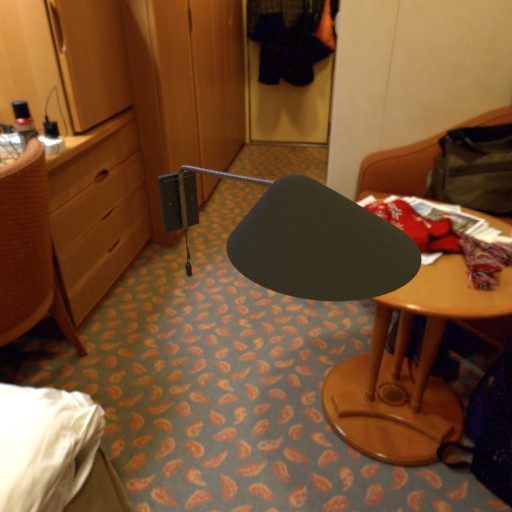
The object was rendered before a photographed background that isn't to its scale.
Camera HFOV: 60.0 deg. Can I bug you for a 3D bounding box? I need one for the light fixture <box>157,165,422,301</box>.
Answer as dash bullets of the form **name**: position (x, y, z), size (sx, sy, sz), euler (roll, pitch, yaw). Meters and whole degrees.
- **light fixture**: position (0.000, 0.000, 0.695), size (0.240, 0.312, 0.516), euler (-21, 36, -31)
